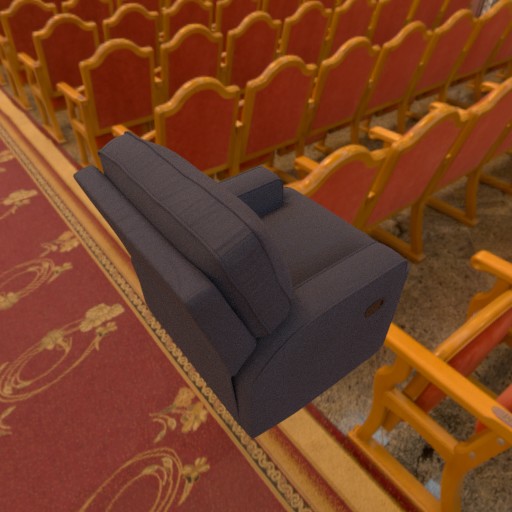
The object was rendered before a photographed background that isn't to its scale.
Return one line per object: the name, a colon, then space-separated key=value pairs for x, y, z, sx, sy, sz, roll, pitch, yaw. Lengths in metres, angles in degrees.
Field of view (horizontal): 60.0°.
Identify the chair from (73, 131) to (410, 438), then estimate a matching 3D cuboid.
chair: x=0.000 y=0.000 z=1.689 sx=0.964 sy=0.962 sz=0.861 roll=-26 pitch=47 yaw=-27
